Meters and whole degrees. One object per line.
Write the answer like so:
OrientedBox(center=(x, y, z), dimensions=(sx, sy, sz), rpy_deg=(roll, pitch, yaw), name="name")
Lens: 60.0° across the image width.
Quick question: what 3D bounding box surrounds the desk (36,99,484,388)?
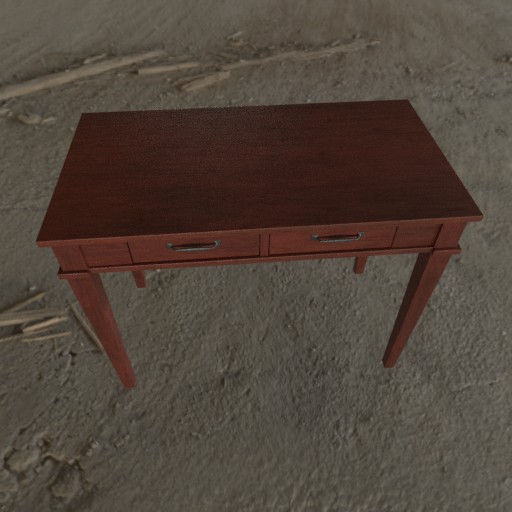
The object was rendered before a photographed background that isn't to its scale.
OrientedBox(center=(0.000, 0.000, 1.448), dimensions=(1.001, 0.762, 0.549), rpy_deg=(-4, 47, -3), name="desk")
